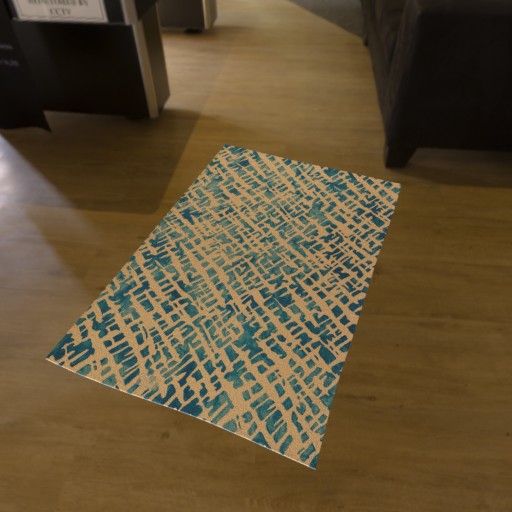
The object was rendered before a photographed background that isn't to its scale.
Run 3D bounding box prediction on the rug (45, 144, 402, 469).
[{"bbox_3d":[0.000,0.000,2.328,1.209,0.011,1.830,16,48,15],"label":"rug"}]
